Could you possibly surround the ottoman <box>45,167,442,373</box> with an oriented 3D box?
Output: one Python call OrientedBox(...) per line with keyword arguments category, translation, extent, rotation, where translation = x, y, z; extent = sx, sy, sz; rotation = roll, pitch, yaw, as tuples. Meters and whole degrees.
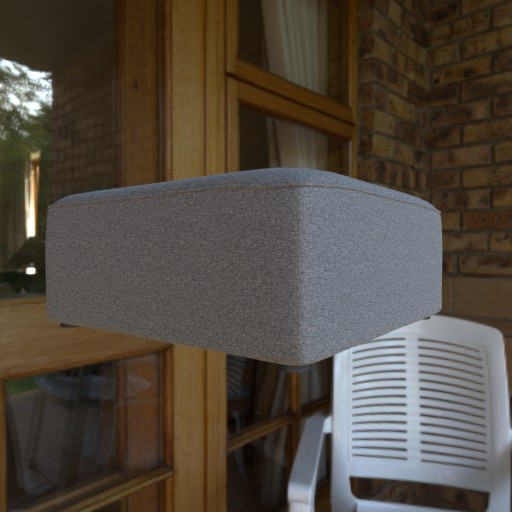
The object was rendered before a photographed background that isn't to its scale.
OrientedBox(category="ottoman", translation=(0.000, 0.000, 1.558), extent=(1.005, 0.464, 1.015), rotation=(1, 1, 37))
